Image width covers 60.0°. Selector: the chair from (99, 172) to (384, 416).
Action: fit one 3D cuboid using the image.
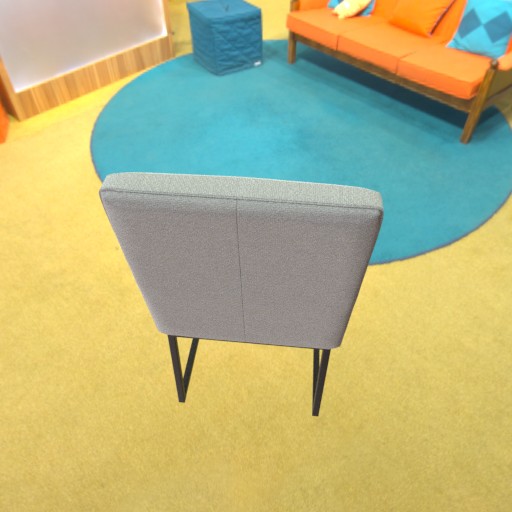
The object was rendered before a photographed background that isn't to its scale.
[{"bbox_3d":[0.000,0.000,1.300,0.520,0.930,0.634,4,46,4],"label":"chair"}]
